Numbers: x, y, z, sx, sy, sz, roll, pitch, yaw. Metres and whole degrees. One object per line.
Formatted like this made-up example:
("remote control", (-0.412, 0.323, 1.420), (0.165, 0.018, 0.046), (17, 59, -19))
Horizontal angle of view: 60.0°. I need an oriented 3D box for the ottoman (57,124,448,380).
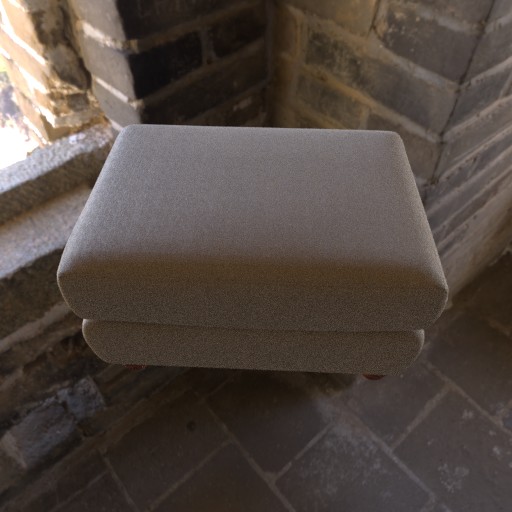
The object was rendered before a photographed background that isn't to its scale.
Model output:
("ottoman", (0.000, 0.000, 1.157), (0.773, 0.504, 0.569), (2, 47, 2))
